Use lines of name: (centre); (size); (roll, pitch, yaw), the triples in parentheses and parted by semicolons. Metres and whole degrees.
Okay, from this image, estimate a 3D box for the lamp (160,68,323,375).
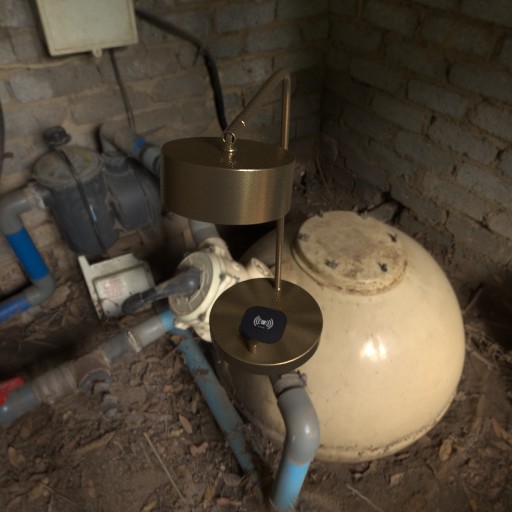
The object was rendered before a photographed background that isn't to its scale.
lamp: (0.000, 0.000, 0.521); (0.171, 0.380, 0.270); (12, 43, 13)
